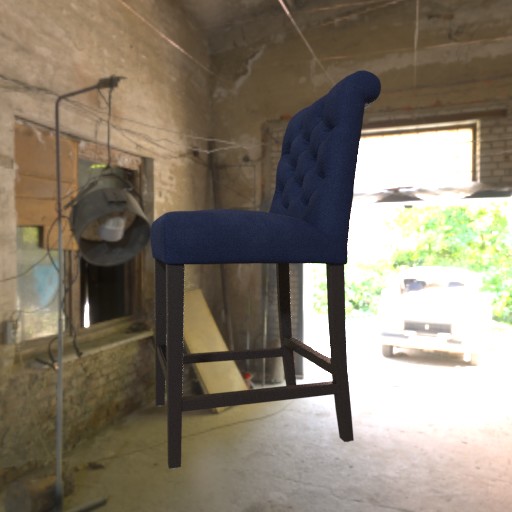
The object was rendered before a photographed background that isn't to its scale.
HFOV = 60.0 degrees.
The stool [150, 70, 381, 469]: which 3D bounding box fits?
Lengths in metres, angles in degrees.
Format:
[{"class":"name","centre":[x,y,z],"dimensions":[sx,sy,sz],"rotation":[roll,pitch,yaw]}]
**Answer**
[{"class":"stool","centre":[0.000,0.000,1.345],"dimensions":[0.601,1.010,0.493],"rotation":[-1,2,-17]}]
